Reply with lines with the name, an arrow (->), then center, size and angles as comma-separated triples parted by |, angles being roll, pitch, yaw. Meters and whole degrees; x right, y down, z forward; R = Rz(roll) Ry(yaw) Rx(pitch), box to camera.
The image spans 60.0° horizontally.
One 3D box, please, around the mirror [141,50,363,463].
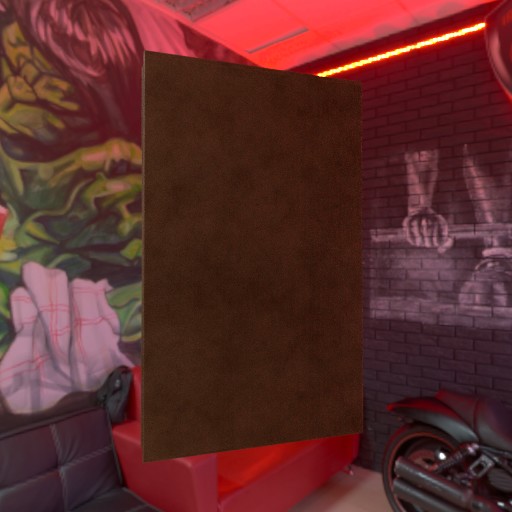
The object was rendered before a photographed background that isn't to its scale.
mirror -> 0.000, 0.000, 0.934 | 0.468, 0.768, 0.082 | 0, -1, -18
